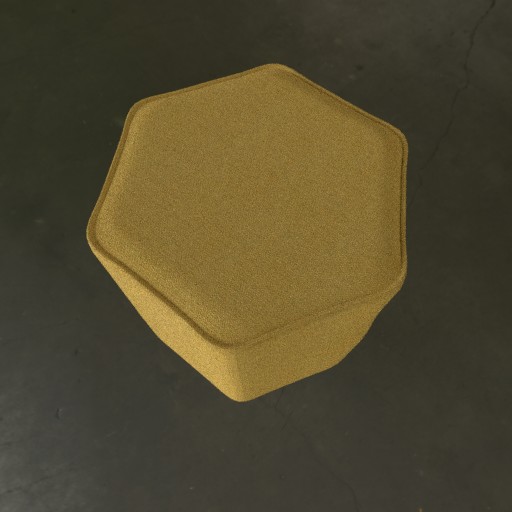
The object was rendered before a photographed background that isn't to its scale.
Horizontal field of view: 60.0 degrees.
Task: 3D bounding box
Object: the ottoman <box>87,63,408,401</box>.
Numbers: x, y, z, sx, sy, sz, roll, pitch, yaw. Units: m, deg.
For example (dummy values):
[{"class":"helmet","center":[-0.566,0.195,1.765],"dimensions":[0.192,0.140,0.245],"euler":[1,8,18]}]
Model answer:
[{"class":"ottoman","center":[0.000,0.000,0.849],"dimensions":[0.494,0.502,0.443],"euler":[36,70,16]}]
